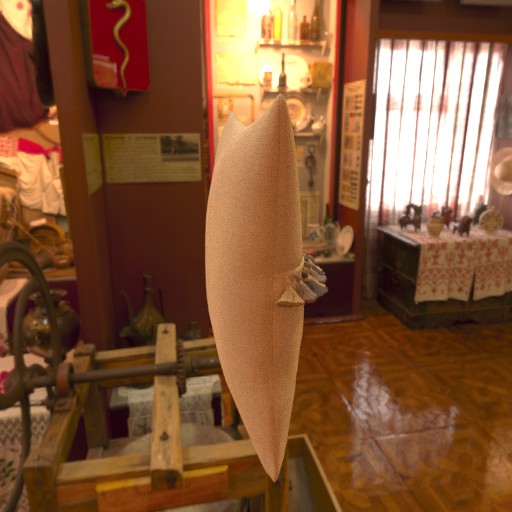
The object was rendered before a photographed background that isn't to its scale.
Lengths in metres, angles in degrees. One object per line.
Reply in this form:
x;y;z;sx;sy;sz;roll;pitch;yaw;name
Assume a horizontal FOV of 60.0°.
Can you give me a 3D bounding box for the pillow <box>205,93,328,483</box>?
0.000;0.000;0.746;0.165;0.481;0.489;-3;16;-9;pillow
